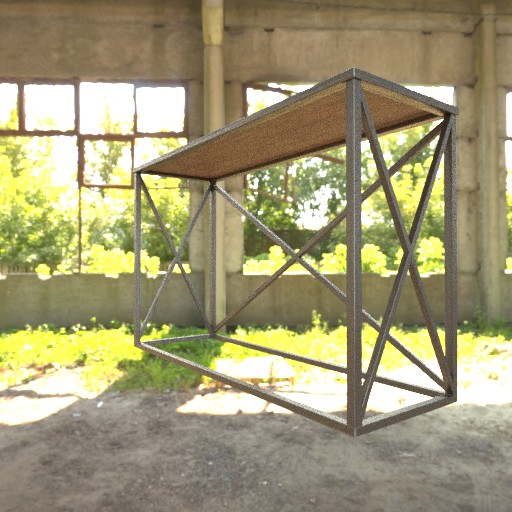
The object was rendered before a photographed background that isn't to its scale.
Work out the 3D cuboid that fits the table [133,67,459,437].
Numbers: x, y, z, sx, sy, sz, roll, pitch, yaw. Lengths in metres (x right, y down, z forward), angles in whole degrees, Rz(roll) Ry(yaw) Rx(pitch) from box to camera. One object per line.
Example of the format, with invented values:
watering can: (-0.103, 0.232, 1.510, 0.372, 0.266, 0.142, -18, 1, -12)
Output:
table: (0.000, 0.000, 1.503, 0.402, 0.753, 1.216, 1, -1, -36)
